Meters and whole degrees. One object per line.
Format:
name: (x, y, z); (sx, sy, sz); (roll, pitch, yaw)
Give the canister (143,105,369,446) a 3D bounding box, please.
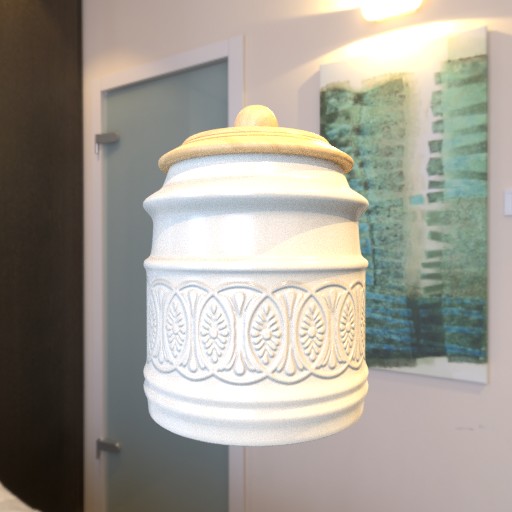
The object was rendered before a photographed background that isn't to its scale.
canister: (0.000, 0.000, 0.263); (0.130, 0.176, 0.130); (0, 1, 0)
